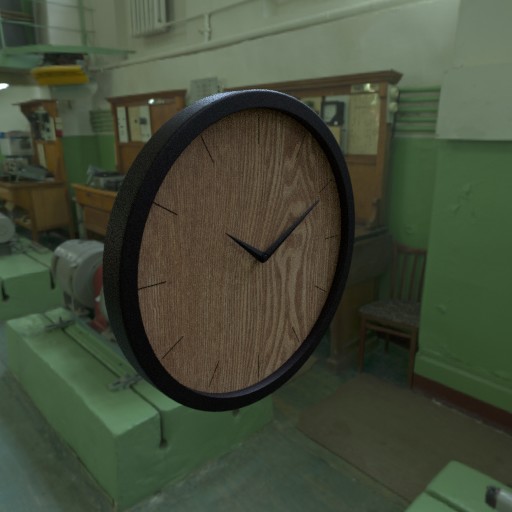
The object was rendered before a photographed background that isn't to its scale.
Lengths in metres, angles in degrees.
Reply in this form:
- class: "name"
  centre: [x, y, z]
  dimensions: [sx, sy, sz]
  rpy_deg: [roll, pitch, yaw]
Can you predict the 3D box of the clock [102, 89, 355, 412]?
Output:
- class: "clock"
  centre: [0.000, 0.000, 0.447]
  dimensions: [0.314, 0.314, 0.029]
  rpy_deg: [-15, 21, -43]
